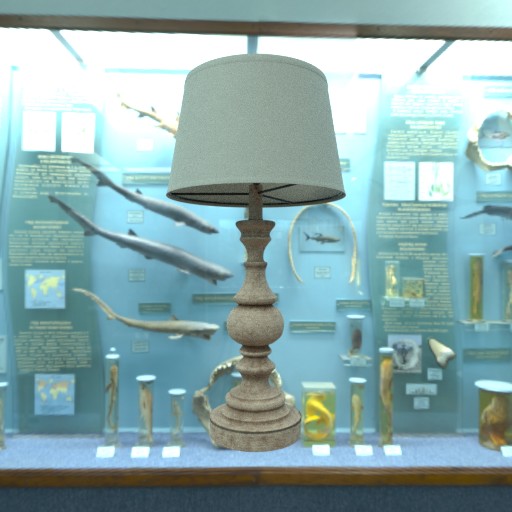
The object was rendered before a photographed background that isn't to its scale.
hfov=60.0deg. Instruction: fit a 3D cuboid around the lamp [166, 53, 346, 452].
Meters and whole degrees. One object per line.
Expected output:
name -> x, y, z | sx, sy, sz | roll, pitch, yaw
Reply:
lamp -> 0.000, 0.000, 0.853 | 0.340, 0.678, 0.340 | 0, 0, 0
